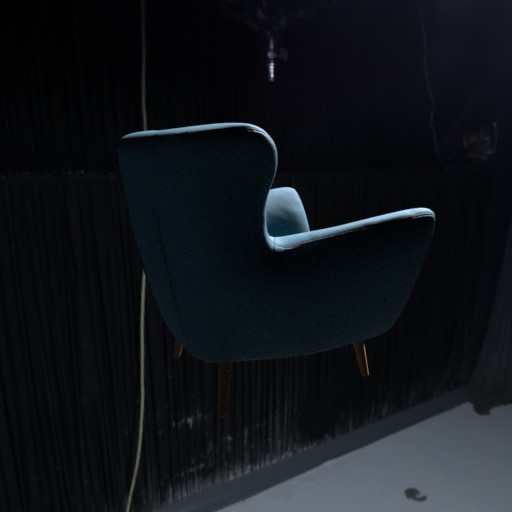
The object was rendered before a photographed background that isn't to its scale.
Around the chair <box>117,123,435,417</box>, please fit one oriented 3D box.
[{"bbox_3d":[0.000,0.000,1.614,0.889,0.889,0.890,-7,16,-27],"label":"chair"}]
